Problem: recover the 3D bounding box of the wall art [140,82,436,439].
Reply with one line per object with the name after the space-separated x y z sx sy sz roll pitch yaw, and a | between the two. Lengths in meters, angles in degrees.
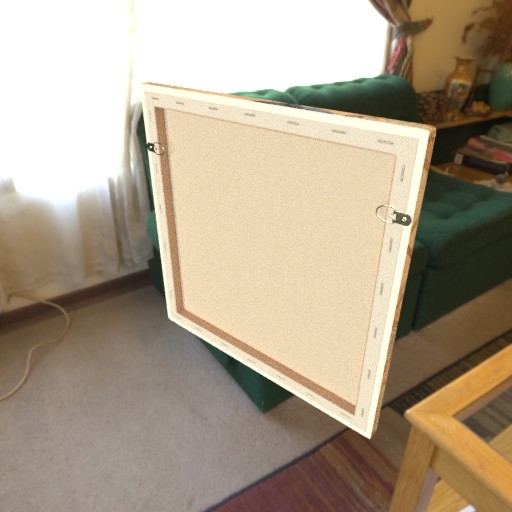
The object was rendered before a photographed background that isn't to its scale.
0.000 0.000 1.354 0.912 0.914 0.039 22 37 34 | wall art
